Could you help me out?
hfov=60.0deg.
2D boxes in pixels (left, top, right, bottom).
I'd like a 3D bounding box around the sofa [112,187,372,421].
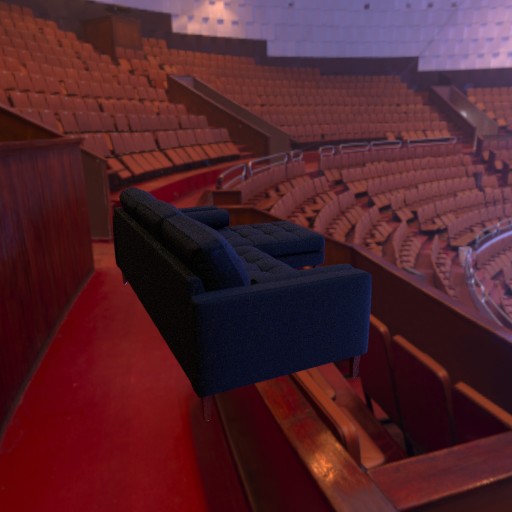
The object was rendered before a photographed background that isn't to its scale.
[{"bbox_3d":[0.000,0.000,3.112,1.613,0.841,2.185,-8,18,-25],"label":"sofa"}]
